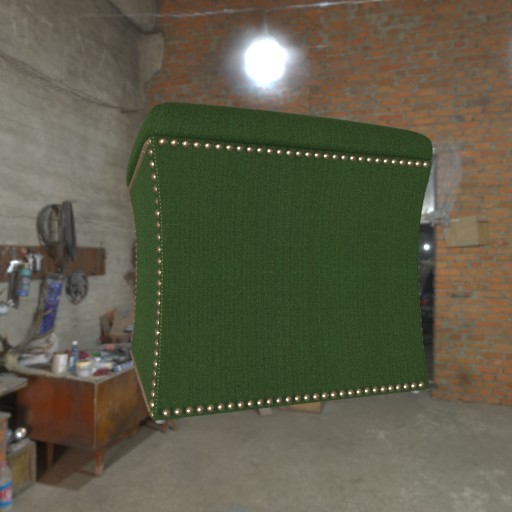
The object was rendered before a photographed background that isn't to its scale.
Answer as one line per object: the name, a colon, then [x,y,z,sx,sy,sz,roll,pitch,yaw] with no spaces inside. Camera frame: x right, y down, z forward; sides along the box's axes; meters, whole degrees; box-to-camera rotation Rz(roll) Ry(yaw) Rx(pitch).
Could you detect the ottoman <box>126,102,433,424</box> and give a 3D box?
ottoman: [0.000,0.000,0.904,0.497,0.475,0.507,0,-1,-19]
